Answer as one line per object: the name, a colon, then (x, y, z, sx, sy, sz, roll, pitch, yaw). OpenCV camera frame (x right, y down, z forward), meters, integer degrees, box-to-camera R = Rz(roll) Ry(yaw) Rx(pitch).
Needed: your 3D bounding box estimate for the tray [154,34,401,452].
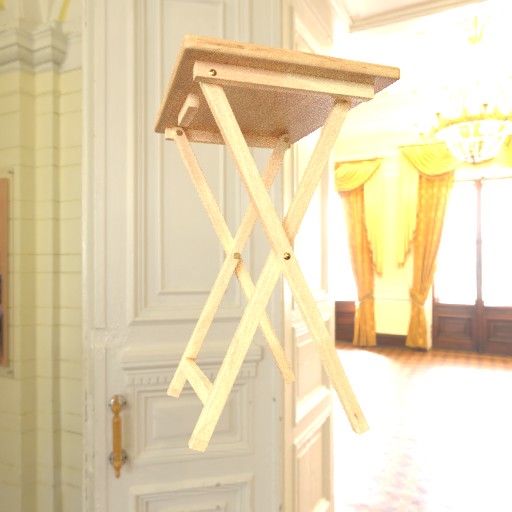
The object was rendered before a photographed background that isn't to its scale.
tray: (0.000, 0.000, 0.943, 0.381, 0.660, 0.483, 0, 0, -18)
